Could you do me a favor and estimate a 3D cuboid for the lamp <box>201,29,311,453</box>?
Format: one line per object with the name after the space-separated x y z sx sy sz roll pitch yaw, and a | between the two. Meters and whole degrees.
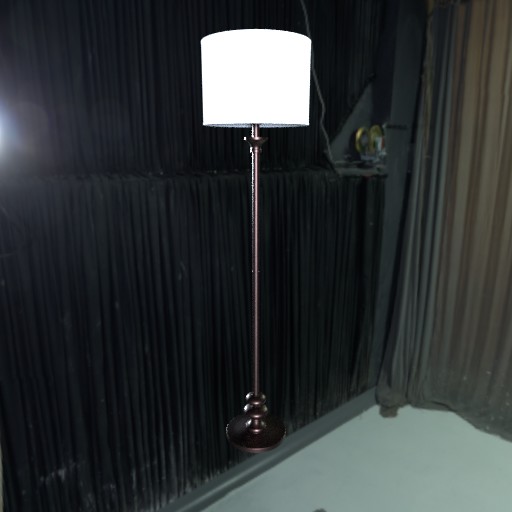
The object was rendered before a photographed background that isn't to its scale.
0.000 0.000 1.623 0.356 1.487 0.356 -14 20 -43 | lamp
